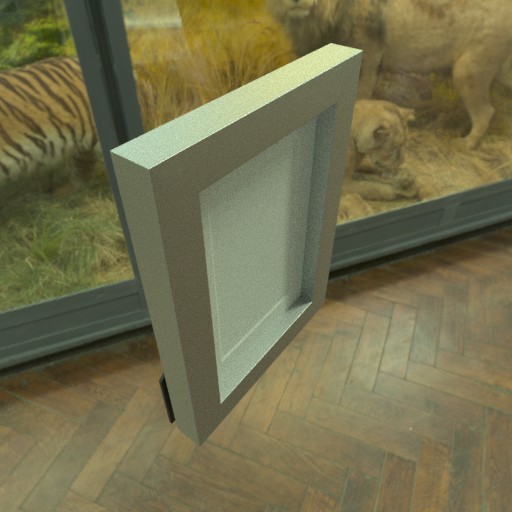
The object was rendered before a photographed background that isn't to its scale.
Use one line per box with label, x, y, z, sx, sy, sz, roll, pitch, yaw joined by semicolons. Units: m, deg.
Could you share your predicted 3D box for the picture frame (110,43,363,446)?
picture frame;0.000;0.000;0.273;0.028;0.208;0.157;27;48;27
